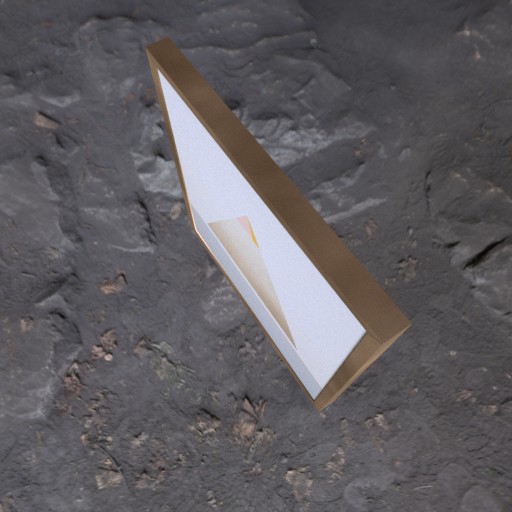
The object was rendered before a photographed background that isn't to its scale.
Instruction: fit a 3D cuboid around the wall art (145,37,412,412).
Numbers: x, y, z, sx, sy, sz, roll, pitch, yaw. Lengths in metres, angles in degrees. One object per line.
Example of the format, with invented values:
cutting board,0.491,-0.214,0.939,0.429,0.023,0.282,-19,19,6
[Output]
wall art,0.000,0.000,0.765,0.038,0.511,0.513,-31,67,-14
